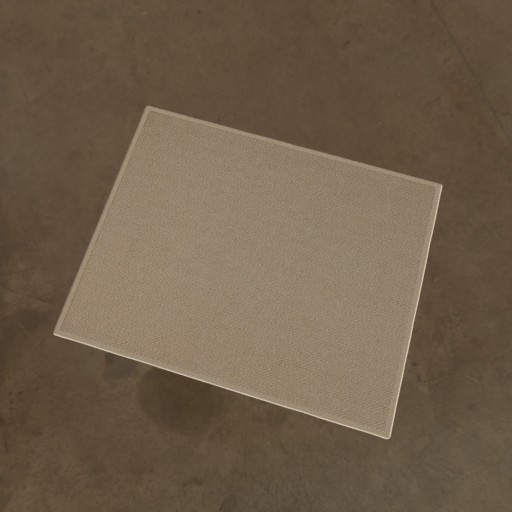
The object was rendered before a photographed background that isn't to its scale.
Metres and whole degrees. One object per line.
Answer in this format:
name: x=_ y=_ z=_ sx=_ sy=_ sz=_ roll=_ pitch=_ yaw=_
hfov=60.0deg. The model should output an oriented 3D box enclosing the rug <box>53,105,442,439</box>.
rug: x=0.000 y=0.000 z=4.108 sx=3.051 sy=0.020 sz=2.407 roll=16 pitch=76 yaw=4
